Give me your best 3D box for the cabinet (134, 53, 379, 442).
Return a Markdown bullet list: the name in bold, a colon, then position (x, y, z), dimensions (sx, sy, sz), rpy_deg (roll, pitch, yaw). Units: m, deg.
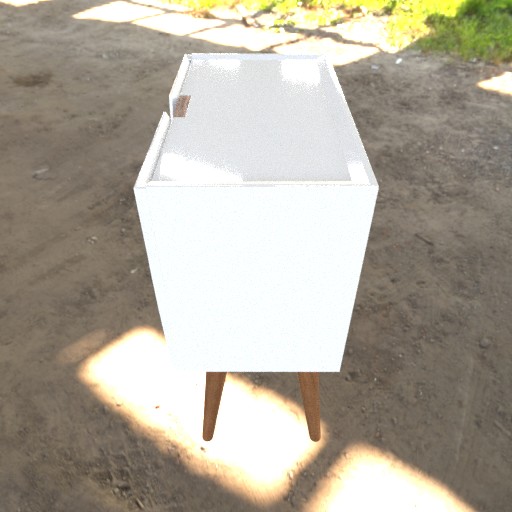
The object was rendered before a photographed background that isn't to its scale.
- **cabinet**: position (0.000, 0.000, 1.092), dimensions (0.344, 0.772, 0.591), rpy_deg (0, 41, 0)
